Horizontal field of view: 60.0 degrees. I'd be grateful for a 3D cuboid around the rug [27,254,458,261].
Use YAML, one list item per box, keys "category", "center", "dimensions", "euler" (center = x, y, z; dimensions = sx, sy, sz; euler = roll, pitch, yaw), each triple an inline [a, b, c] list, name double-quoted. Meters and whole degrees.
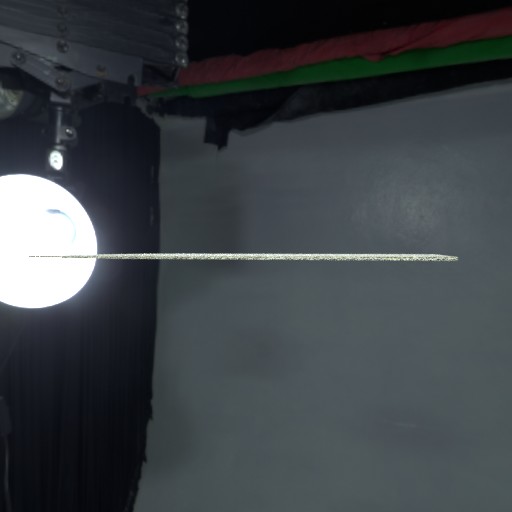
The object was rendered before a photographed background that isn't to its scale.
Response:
- category: "rug"
  center: [0.000, 0.000, 2.934]
  dimensions: [2.297, 0.018, 1.532]
  euler: [0, 1, 18]
